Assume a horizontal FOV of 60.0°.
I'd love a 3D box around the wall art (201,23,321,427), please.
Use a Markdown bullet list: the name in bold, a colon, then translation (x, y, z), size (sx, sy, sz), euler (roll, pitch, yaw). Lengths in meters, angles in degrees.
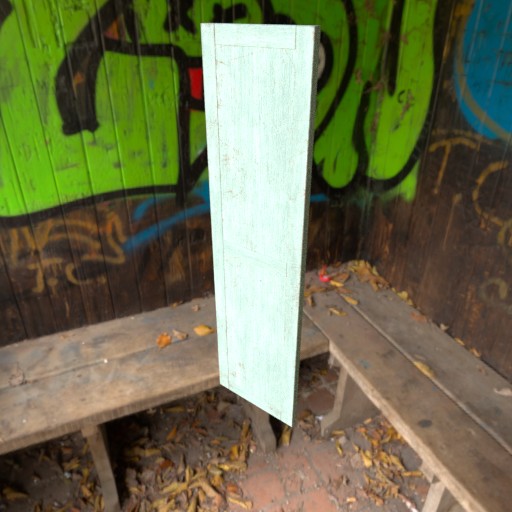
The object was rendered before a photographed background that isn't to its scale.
- **wall art**: translation (0.000, 0.000, 1.316), size (0.329, 1.219, 0.025), euler (21, 35, 32)
